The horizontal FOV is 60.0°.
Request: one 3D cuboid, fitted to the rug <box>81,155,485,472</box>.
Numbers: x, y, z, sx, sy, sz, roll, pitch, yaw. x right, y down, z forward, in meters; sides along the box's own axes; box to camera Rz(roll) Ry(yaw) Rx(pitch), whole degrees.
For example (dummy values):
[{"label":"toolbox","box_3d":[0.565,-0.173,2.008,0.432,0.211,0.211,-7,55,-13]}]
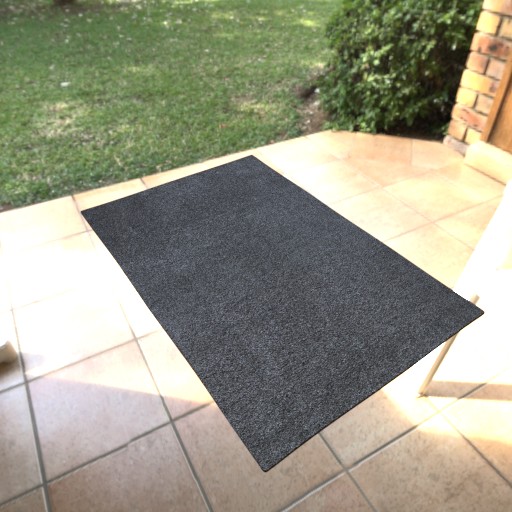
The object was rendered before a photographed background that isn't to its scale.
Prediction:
[{"label":"rug","box_3d":[0.000,0.000,3.371,1.802,0.026,2.699,-24,46,-26]}]
